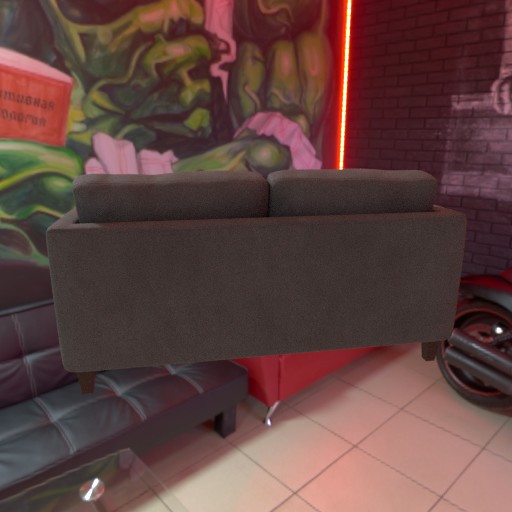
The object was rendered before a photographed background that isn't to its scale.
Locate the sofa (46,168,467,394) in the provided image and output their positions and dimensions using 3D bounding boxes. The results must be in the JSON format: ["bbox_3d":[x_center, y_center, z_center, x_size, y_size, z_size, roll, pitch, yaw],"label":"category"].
[{"bbox_3d":[0.000,0.000,2.415,1.884,0.963,0.950,-3,16,-10],"label":"sofa"}]
